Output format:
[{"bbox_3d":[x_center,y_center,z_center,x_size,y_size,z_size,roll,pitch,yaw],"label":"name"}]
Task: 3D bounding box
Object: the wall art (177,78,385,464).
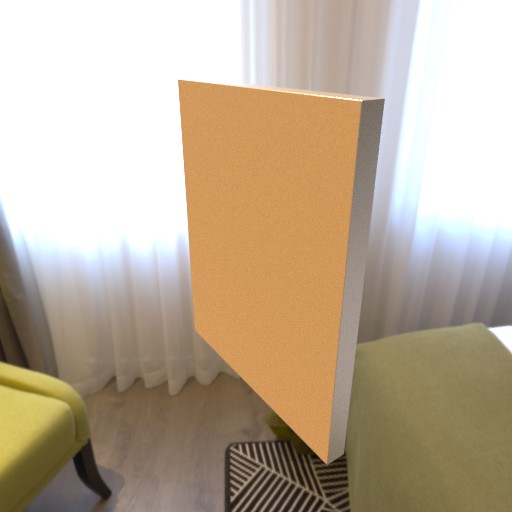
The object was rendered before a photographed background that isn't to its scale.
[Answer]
[{"bbox_3d":[0.000,0.000,0.767,0.038,0.549,0.452,-16,30,-31],"label":"wall art"}]
